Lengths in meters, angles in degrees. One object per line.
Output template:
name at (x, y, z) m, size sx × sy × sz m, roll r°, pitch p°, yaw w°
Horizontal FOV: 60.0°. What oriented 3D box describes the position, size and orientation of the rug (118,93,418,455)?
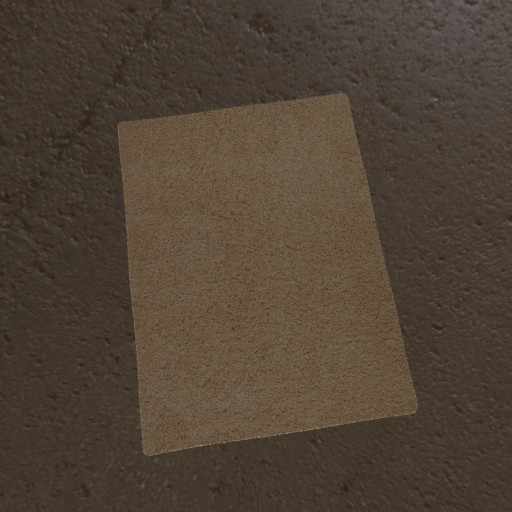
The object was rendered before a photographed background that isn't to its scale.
rug at (0.000, 0.000, 2.106) m, size 1.199 × 0.025 × 1.600 m, roll -8°, pitch 76°, yaw -2°
